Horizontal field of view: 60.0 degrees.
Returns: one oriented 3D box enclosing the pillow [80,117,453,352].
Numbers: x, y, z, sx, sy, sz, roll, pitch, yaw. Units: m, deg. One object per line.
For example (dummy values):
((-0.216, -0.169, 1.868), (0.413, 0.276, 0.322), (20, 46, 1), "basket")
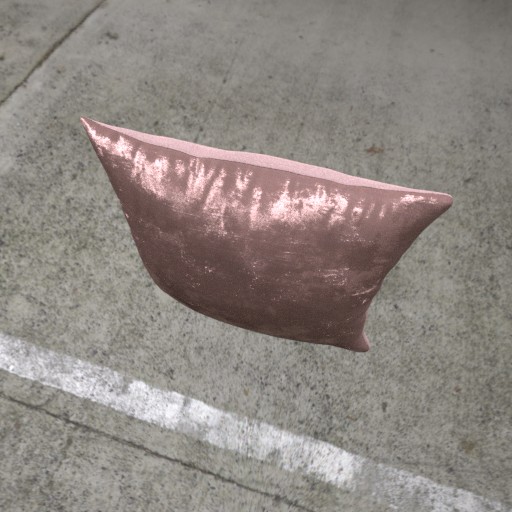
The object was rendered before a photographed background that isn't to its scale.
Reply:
((0.000, 0.000, 0.725), (0.470, 0.464, 0.175), (15, 58, 9), "pillow")
